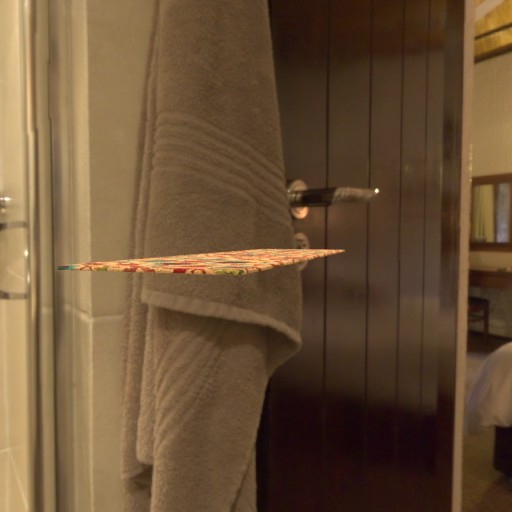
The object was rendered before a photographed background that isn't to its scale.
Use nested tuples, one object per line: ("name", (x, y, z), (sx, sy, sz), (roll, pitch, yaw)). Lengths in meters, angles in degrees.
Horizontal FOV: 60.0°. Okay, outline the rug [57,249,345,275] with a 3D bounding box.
("rug", (0.000, 0.000, 2.468), (0.693, 0.016, 2.273), (1, 3, 19))
